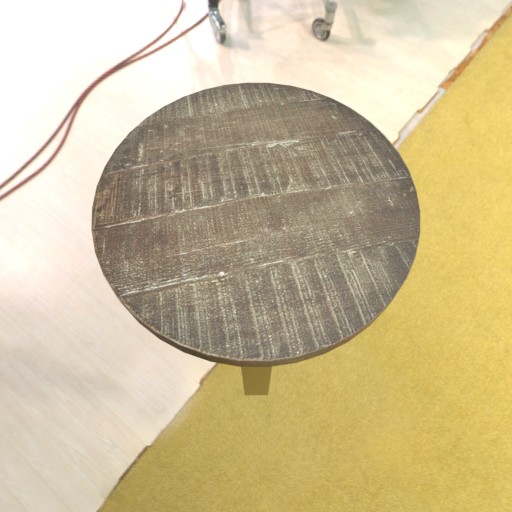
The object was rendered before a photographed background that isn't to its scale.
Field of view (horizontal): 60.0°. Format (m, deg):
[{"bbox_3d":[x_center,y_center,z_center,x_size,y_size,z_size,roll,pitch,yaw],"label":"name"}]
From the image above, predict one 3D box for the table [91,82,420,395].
[{"bbox_3d":[0.000,0.000,0.955,0.557,0.437,0.557,0,63,0],"label":"table"}]
